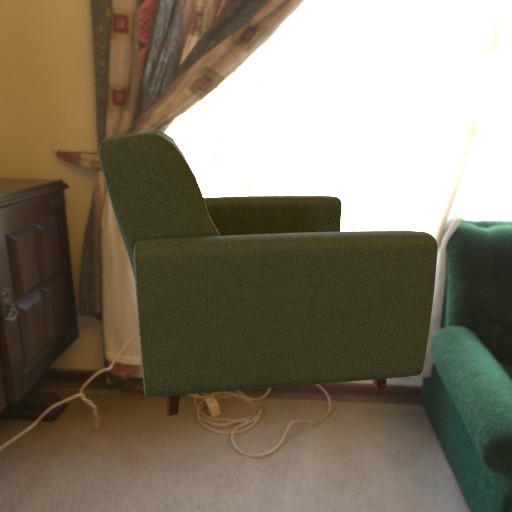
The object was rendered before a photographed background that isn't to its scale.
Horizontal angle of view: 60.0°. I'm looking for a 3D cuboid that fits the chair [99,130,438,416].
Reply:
[{"bbox_3d":[0.000,0.000,1.543,0.909,0.841,0.831,-3,16,-11],"label":"chair"}]
